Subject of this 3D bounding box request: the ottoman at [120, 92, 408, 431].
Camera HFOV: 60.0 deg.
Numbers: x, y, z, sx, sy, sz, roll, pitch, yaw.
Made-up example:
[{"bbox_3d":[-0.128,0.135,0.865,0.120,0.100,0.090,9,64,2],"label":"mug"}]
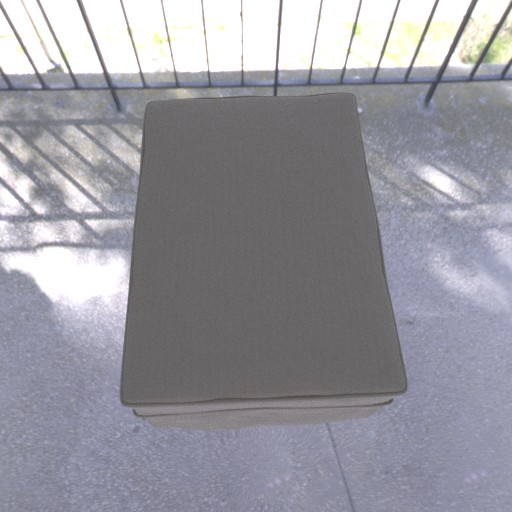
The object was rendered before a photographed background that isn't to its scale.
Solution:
[{"bbox_3d":[0.000,0.000,1.333,0.703,0.479,0.944,-2,64,-1],"label":"ottoman"}]
